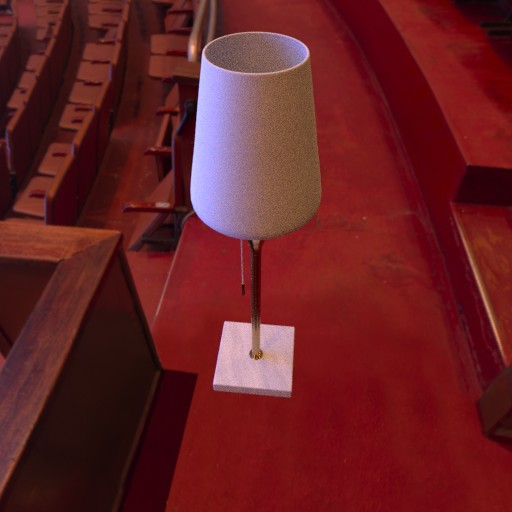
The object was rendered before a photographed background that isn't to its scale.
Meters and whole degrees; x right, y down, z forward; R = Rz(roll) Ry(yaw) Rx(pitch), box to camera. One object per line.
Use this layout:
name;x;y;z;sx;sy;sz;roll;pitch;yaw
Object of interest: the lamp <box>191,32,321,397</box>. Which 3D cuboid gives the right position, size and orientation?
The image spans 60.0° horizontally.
lamp;0.000;0.000;0.710;0.181;0.639;0.181;4;46;4
